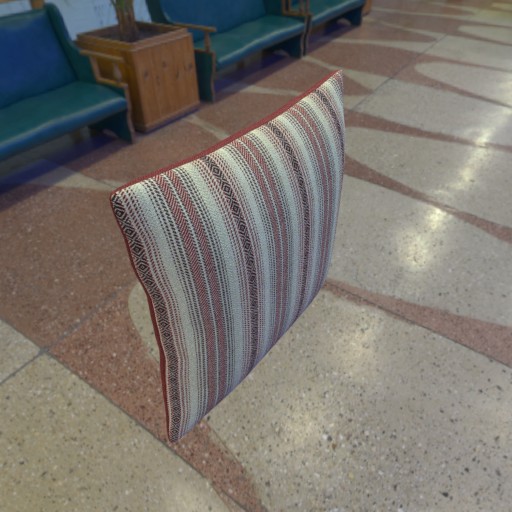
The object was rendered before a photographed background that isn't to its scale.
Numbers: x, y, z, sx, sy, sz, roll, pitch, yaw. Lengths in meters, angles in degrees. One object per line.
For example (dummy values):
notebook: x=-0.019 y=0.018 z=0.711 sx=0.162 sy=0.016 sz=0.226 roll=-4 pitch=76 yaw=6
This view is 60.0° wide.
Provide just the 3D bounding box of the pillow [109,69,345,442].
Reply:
pillow: x=0.000 y=0.000 z=0.769 sx=0.166 sy=0.497 sz=0.513 roll=25 pitch=46 yaw=27
